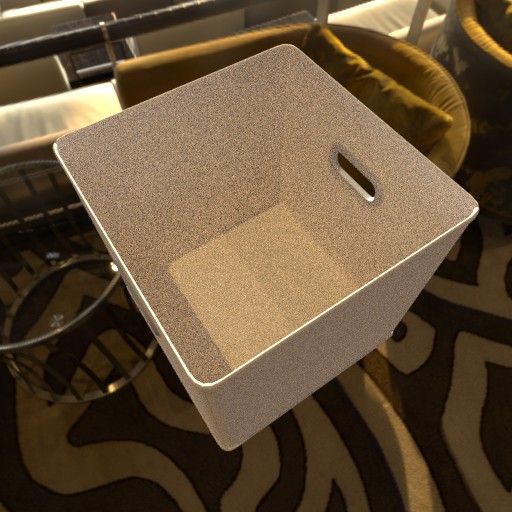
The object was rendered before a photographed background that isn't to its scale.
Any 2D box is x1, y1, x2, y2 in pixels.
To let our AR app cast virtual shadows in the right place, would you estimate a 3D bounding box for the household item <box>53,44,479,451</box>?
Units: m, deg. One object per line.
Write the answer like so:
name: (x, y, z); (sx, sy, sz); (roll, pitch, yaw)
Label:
household item: (0.000, 0.000, 0.553); (0.305, 0.305, 0.305); (-30, 63, -17)
